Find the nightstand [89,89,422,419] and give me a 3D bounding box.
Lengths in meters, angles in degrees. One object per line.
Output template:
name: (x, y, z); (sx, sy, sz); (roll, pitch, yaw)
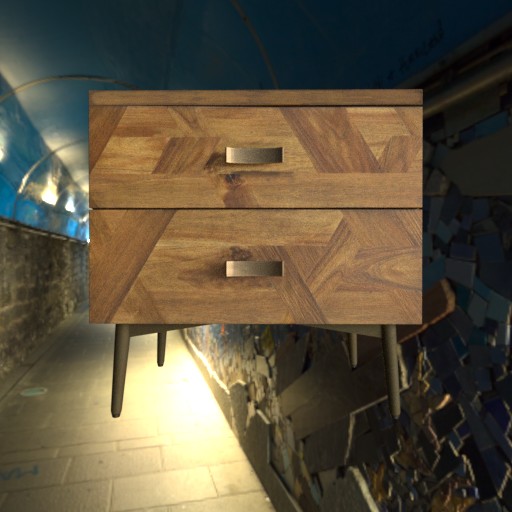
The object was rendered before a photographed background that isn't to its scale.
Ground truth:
nightstand: (0.000, 0.000, 1.014); (0.610, 0.610, 0.458); (0, 0, 1)
